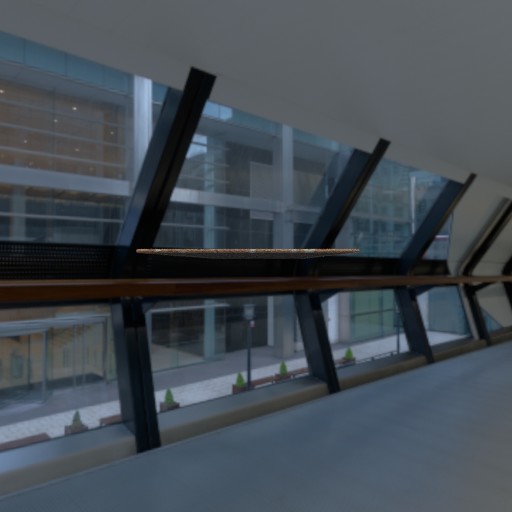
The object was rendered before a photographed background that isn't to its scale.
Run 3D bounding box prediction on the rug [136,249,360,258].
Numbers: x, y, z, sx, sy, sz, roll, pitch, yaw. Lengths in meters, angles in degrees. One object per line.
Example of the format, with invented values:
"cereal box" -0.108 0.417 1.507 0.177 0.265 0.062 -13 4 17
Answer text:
"rug" 0.000 0.000 2.695 0.750 0.011 2.435 0 -1 1
